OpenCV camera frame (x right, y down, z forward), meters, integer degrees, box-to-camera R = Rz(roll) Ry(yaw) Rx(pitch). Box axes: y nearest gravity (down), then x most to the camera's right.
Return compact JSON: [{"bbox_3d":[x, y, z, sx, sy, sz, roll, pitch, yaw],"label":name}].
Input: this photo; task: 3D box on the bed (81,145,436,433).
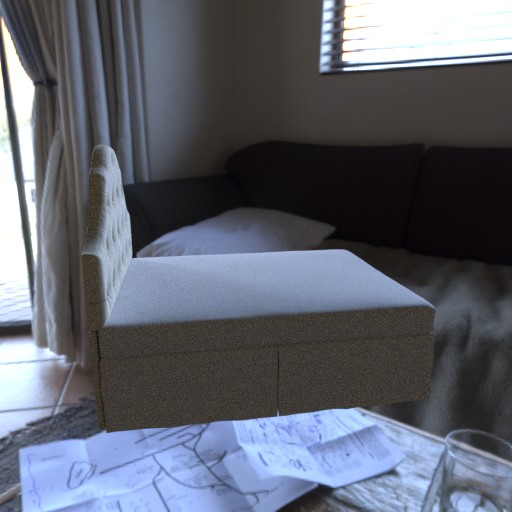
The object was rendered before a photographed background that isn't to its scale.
[{"bbox_3d":[0.000,0.000,3.233,2.092,1.575,1.627,-3,15,-10],"label":"bed"}]
